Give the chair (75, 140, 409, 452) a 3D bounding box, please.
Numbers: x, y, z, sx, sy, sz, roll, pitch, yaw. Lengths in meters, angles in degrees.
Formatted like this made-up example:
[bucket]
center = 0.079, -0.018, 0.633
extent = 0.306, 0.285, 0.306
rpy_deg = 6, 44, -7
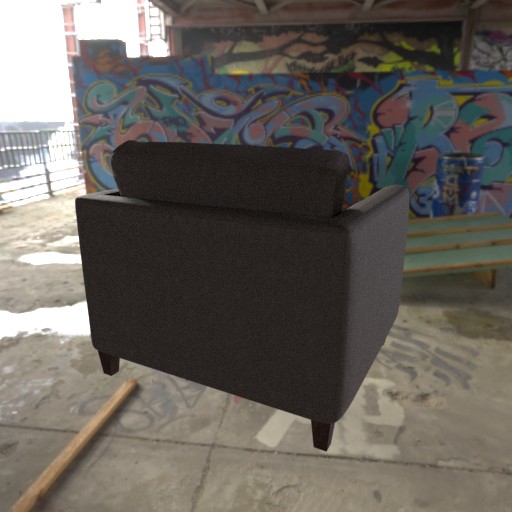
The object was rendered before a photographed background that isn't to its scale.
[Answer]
[chair]
center = 0.000, 0.000, 1.900
extent = 1.107, 0.963, 0.959
rpy_deg = 9, 19, 27
